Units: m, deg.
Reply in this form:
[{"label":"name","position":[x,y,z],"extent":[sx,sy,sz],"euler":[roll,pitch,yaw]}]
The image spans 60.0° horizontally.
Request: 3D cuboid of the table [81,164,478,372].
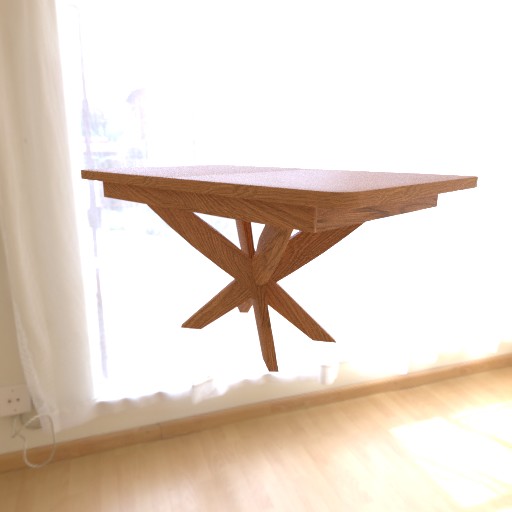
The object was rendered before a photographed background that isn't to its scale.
[{"label":"table","position":[0.000,0.000,2.074],"extent":[0.950,0.770,1.600],"euler":[-13,19,-43]}]
